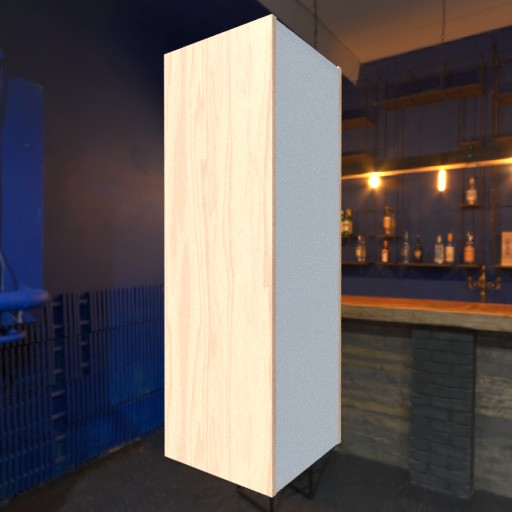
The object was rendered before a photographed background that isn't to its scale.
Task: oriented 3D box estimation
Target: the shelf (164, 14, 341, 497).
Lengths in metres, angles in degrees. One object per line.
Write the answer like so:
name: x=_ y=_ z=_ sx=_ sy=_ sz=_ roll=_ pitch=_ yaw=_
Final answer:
shelf: x=0.000 y=0.000 z=1.031 sx=0.290 sy=0.900 sz=0.300 roll=0 pitch=1 yaw=36
